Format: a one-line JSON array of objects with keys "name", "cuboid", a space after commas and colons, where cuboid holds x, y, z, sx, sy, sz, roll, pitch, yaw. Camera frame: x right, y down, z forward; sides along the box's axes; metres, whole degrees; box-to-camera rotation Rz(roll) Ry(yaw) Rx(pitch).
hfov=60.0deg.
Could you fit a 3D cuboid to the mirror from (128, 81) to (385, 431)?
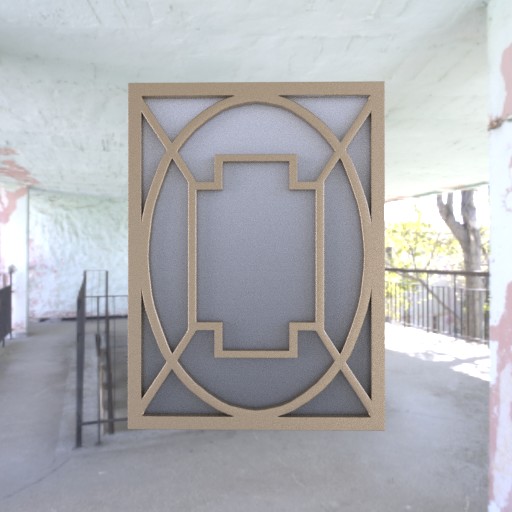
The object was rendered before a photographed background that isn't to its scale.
[{"name": "mirror", "cuboid": [0.000, 0.000, 1.319, 0.756, 1.023, 0.032, 0, 0, 1]}]
